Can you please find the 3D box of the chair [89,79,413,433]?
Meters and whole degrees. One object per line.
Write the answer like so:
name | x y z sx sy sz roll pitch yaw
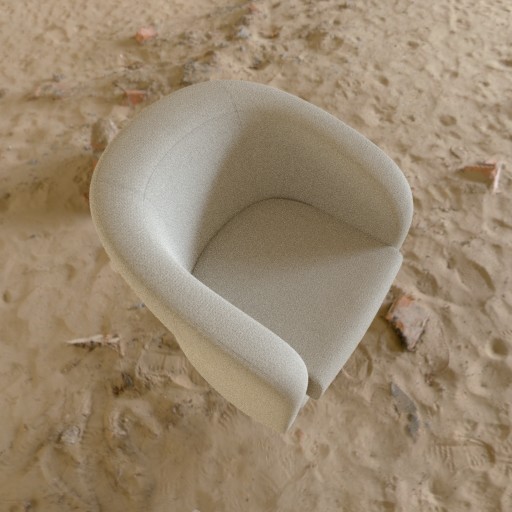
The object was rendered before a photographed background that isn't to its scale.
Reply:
chair | 0.000 0.000 1.420 0.815 0.771 0.791 31 62 18
